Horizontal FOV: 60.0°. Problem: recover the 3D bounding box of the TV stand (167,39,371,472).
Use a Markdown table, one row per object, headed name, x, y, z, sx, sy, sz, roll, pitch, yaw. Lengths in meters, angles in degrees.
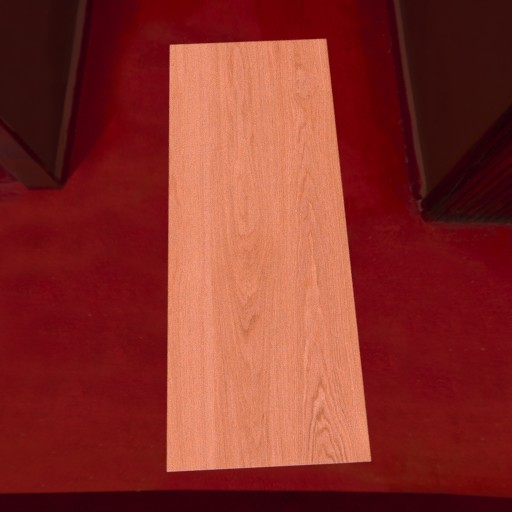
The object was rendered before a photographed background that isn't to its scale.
| name | x | y | z | sx | sy | sz | roll | pitch | yaw |
| --- | --- | --- | --- | --- | --- | --- | --- | --- | --- |
| TV stand | 0.000 | 0.000 | 1.346 | 0.440 | 0.550 | 1.080 | -3 | 74 | -1 |
